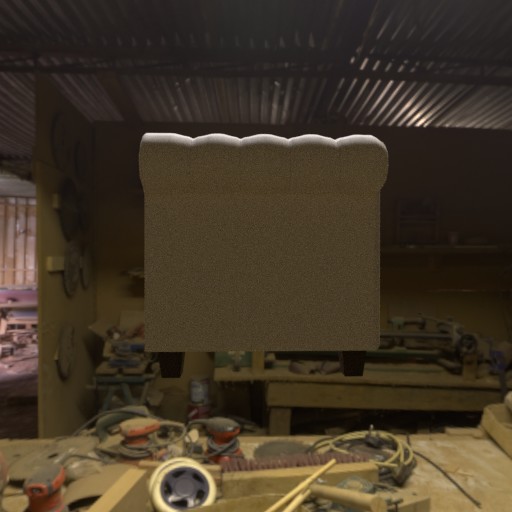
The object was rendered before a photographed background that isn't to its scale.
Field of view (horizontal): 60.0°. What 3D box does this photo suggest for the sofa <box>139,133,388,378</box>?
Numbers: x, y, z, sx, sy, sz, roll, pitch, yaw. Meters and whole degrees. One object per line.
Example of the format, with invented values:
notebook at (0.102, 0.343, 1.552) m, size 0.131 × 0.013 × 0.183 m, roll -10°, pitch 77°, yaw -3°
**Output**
sofa at (0.000, 0.000, 2.225) m, size 0.771 × 0.796 × 1.798 m, roll 0°, pitch 0°, yaw -2°
